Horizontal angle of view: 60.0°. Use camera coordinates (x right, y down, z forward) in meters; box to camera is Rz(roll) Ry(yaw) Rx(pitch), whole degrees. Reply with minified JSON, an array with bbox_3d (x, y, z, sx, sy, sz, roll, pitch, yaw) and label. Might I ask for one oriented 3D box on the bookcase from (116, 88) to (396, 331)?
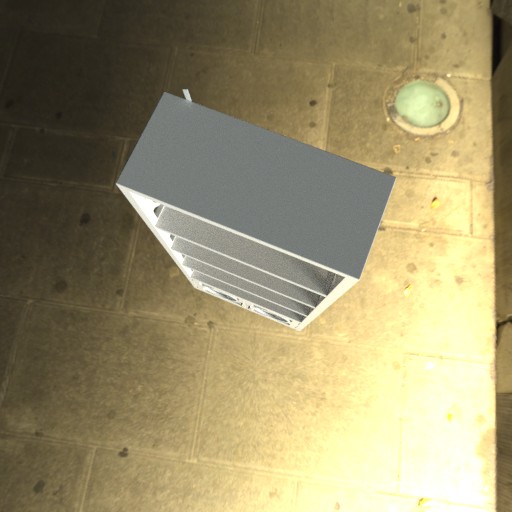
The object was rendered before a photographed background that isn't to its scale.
[{"bbox_3d":[0.000,0.000,2.170,0.761,1.869,0.361,22,77,5],"label":"bookcase"}]
